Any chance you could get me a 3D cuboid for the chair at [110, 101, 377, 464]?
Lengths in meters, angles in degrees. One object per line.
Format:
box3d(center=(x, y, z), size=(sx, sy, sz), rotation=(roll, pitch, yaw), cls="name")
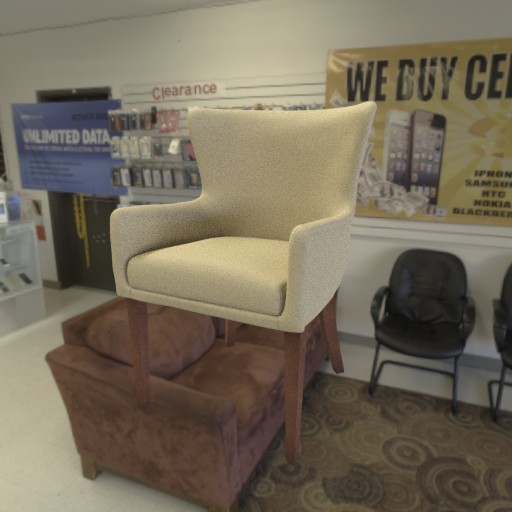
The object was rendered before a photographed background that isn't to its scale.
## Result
box3d(center=(0.000, 0.000, 1.440), size=(0.660, 0.952, 0.686), rotation=(8, 17, 26), cls="chair")
